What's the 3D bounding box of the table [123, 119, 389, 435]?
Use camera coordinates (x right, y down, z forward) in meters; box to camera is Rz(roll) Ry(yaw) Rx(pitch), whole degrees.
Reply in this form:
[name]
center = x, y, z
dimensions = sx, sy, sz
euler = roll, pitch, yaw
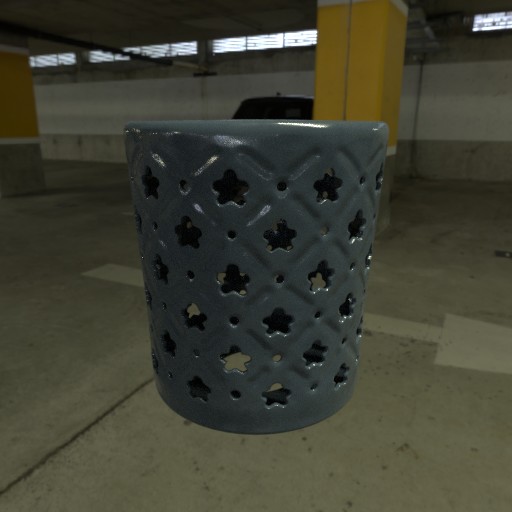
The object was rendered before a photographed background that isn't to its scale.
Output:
[table]
center = 0.000, 0.000, 0.657
dimensions = 0.352, 0.387, 0.352
euler = 0, 17, 0
